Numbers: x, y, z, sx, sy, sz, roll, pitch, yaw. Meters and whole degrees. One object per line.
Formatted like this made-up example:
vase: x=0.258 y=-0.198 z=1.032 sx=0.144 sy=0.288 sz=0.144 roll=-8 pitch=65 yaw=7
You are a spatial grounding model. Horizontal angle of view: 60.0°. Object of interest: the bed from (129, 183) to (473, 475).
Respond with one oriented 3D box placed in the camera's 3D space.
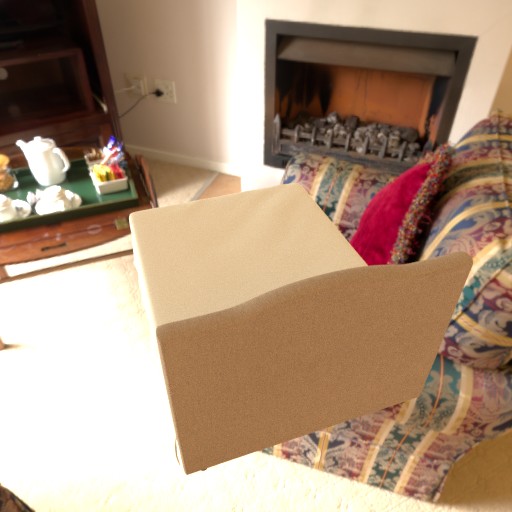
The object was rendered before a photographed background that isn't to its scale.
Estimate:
bed: x=0.000 y=0.000 z=3.385 sx=1.821 sy=1.436 sz=2.282 roll=-12 pitch=41 yaw=-15
